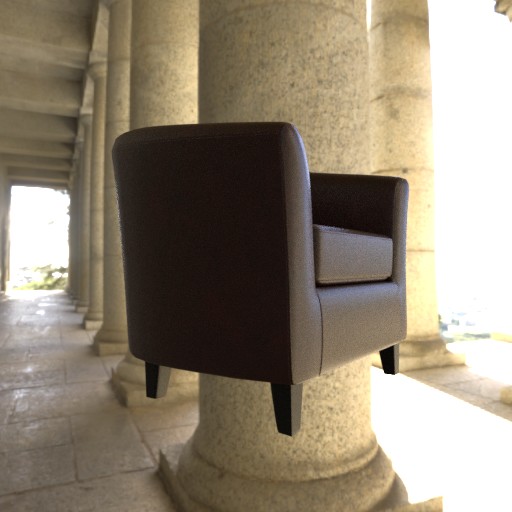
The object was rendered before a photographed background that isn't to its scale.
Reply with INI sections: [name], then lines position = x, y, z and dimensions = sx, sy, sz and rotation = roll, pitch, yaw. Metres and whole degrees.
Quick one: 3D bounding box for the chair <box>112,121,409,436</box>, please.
[chair]
position = 0.000, 0.000, 1.372
dimensions = 0.727, 0.756, 0.792
rotation = -1, -1, 36
